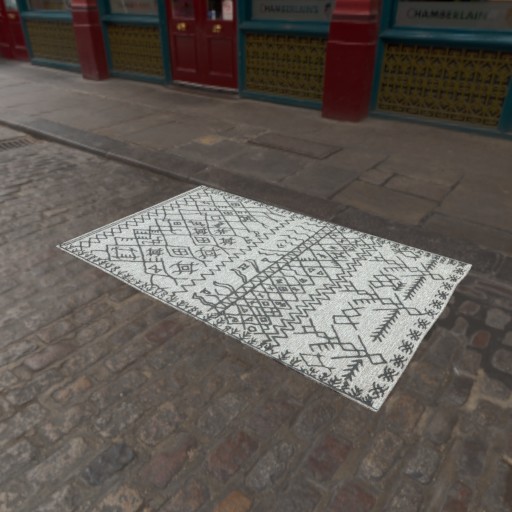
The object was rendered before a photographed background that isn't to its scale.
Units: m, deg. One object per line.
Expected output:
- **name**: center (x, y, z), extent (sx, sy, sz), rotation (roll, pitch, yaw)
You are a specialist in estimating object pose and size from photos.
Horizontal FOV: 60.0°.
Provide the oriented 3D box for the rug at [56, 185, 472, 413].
- **rug**: center (0.000, 0.000, 4.777), extent (3.824, 0.019, 2.393), rotation (21, 36, 32)
